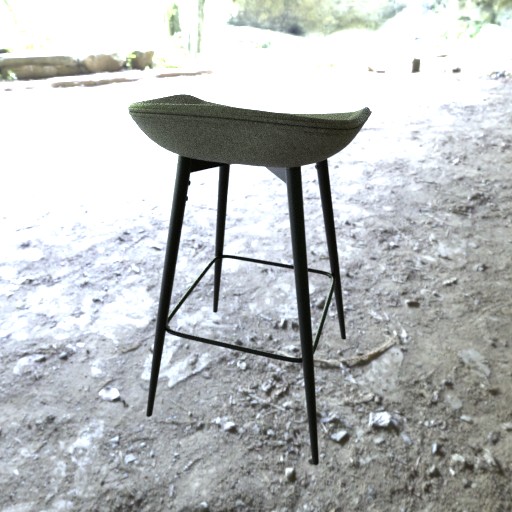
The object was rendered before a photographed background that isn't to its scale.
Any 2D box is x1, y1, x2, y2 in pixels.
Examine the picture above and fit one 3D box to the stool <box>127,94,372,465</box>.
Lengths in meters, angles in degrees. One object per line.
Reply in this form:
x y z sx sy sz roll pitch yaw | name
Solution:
0.000 0.000 1.108 0.469 0.814 0.480 10 33 15 | stool
